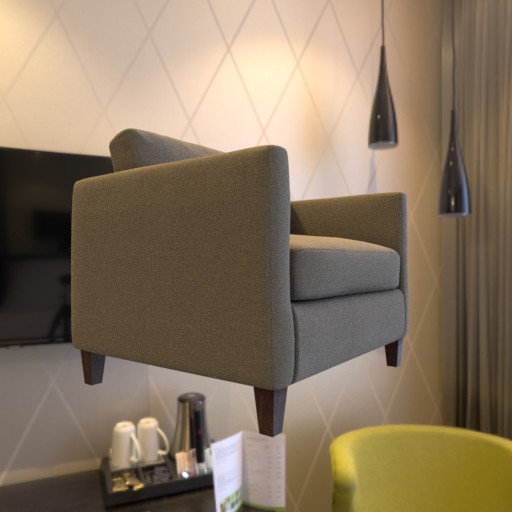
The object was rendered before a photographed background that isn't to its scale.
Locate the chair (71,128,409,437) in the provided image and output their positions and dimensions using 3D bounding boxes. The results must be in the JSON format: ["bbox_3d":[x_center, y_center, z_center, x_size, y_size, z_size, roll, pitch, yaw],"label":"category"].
[{"bbox_3d":[0.000,0.000,1.811,0.959,0.963,1.107,0,-1,37],"label":"chair"}]
